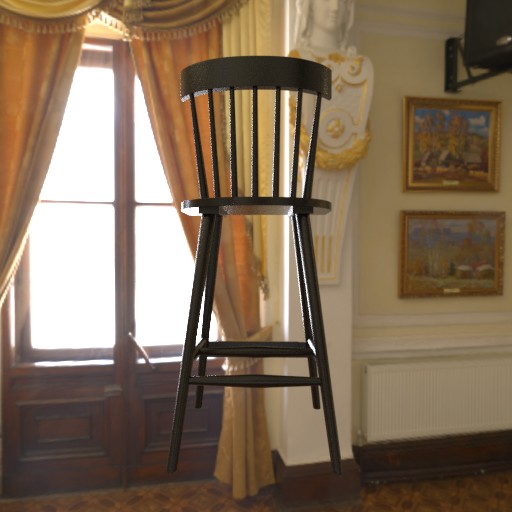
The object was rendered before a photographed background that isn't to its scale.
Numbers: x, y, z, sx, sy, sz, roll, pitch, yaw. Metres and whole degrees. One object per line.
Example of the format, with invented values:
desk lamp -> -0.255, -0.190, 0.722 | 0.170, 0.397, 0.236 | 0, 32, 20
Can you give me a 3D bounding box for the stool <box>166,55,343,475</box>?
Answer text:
stool -> 0.000, 0.000, 1.347 | 0.482, 1.092, 0.483 | 0, 1, 1
